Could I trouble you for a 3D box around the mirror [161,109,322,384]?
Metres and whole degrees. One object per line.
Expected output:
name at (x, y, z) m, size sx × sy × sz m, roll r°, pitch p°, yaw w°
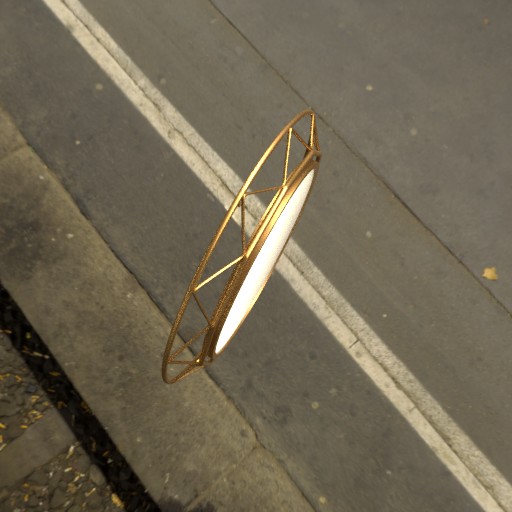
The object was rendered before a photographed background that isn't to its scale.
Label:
mirror at (0.000, 0.000, 0.686) m, size 0.043 × 0.454 × 0.454 m, roll 28°, pitch 77°, yaw 7°
